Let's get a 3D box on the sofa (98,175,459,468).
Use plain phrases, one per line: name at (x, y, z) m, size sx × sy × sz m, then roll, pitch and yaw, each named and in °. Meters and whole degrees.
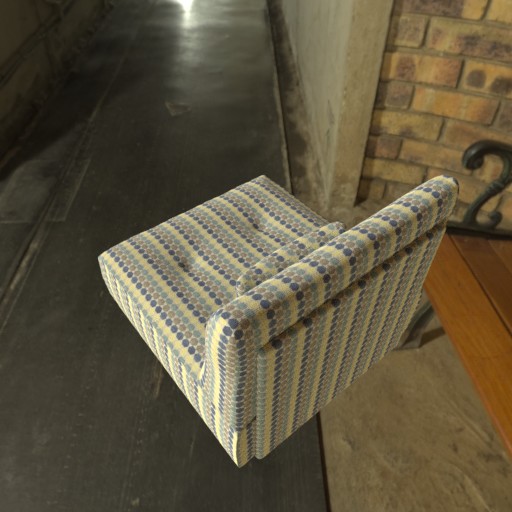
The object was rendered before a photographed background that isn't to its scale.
sofa at (0.000, 0.000, 1.712) m, size 0.930 × 0.830 × 1.000 m, roll -30°, pitch 53°, yaw -26°
